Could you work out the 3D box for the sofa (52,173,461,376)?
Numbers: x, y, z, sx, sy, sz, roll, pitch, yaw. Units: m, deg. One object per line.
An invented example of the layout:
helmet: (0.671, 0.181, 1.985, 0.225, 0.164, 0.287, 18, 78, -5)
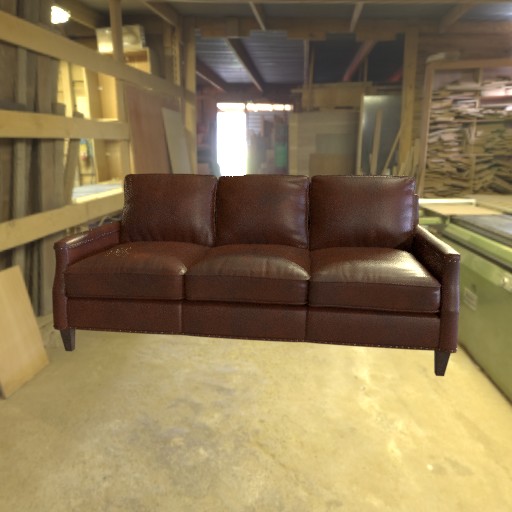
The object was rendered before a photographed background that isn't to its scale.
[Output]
sofa: (0.000, 0.000, 2.840, 2.240, 1.003, 1.084, 2, 13, 8)
